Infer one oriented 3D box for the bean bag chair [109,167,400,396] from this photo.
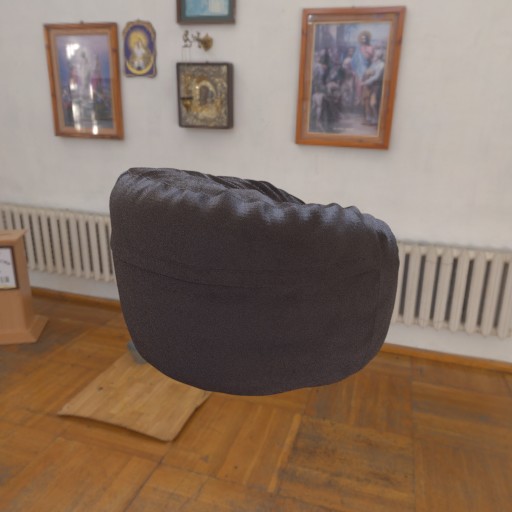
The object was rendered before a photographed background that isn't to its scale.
[{"bbox_3d":[0.000,0.000,2.040,1.245,0.821,1.245,0,17,0],"label":"bean bag chair"}]
